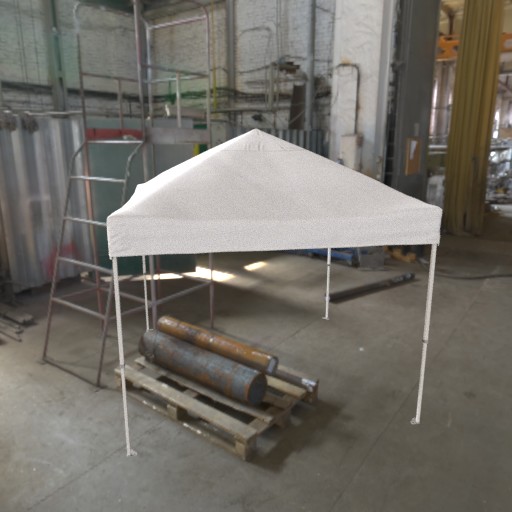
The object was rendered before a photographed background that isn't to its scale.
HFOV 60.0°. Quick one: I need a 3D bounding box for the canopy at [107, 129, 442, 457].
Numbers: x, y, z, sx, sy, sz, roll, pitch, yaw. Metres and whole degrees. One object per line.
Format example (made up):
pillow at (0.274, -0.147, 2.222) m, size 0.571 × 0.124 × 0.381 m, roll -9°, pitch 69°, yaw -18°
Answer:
canopy at (0.000, 0.000, 5.427) m, size 2.996 × 2.997 × 2.998 m, roll -2°, pitch 14°, yaw -10°
